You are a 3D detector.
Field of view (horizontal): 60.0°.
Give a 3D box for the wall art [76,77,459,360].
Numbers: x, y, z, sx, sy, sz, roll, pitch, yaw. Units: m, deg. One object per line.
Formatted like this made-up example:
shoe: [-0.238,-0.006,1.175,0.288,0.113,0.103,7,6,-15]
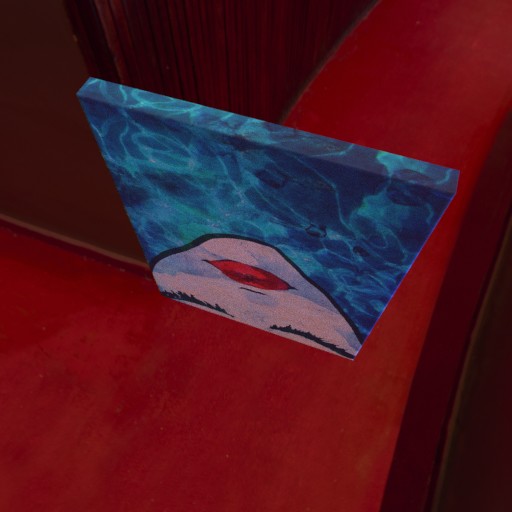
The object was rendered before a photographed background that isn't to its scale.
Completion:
wall art: [0.000,0.000,0.842,0.508,0.635,0.038,17,61,10]
